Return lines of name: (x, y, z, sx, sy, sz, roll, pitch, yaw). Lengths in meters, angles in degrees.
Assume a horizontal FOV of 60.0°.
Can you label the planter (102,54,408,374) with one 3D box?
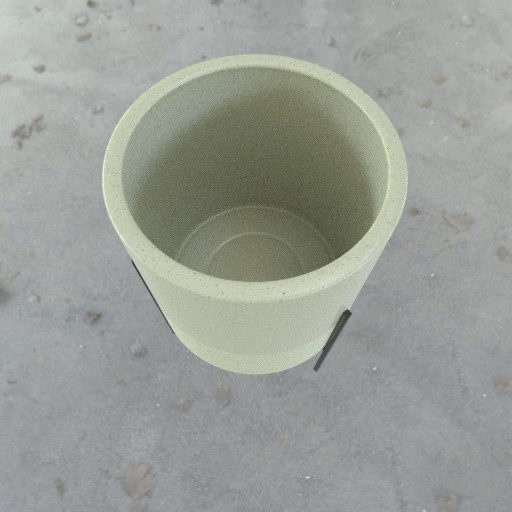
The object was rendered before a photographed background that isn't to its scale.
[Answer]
planter: (0.000, 0.000, 0.671, 0.314, 0.475, 0.323, 14, 65, 7)
